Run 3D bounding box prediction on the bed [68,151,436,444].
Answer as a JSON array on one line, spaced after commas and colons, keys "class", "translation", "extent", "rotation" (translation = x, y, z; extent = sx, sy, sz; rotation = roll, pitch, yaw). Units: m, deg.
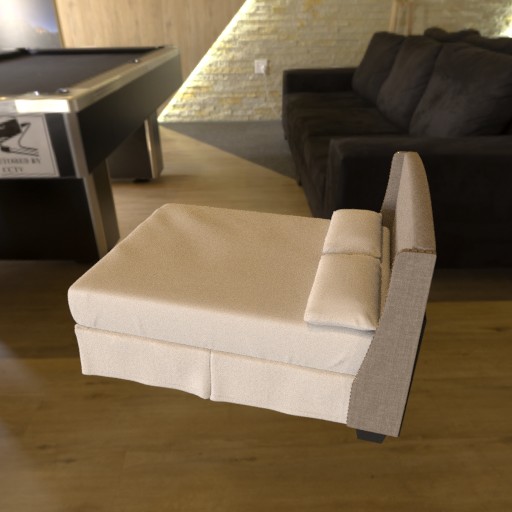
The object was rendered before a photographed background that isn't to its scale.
[{"class": "bed", "translation": [0.000, 0.000, 3.286], "extent": [2.237, 1.407, 1.710], "rotation": [7, 30, 13]}]
